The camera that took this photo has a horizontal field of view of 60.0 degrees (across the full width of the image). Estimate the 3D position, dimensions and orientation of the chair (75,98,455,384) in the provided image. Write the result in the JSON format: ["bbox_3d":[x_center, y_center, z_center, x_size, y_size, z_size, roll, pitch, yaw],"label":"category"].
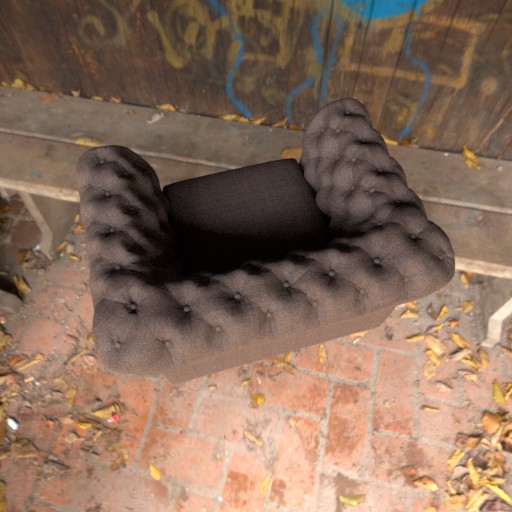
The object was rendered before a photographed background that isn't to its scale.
[{"bbox_3d":[0.000,0.000,1.918,1.298,0.780,0.945,-14,59,-8],"label":"chair"}]
